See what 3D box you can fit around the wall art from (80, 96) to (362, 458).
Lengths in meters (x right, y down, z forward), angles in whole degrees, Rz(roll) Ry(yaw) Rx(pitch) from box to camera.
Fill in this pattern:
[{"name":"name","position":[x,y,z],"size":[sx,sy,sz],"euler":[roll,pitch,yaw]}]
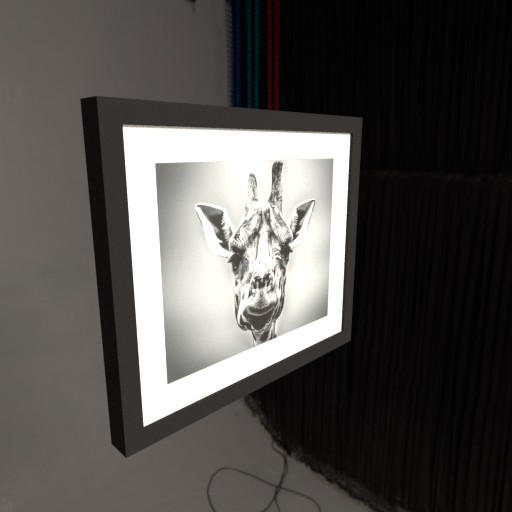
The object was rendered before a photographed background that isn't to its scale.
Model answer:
[{"name":"wall art","position":[0.000,0.000,0.528],"size":[0.381,0.330,0.031],"euler":[-13,19,-43]}]
